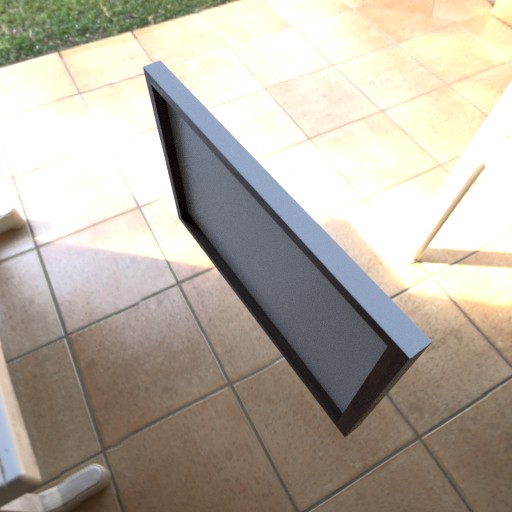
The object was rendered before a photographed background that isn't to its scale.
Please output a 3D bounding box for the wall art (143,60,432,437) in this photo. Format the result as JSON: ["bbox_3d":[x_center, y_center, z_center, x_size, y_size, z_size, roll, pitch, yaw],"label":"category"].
[{"bbox_3d":[0.000,0.000,1.157,0.050,0.610,0.914,-30,62,-18],"label":"wall art"}]
